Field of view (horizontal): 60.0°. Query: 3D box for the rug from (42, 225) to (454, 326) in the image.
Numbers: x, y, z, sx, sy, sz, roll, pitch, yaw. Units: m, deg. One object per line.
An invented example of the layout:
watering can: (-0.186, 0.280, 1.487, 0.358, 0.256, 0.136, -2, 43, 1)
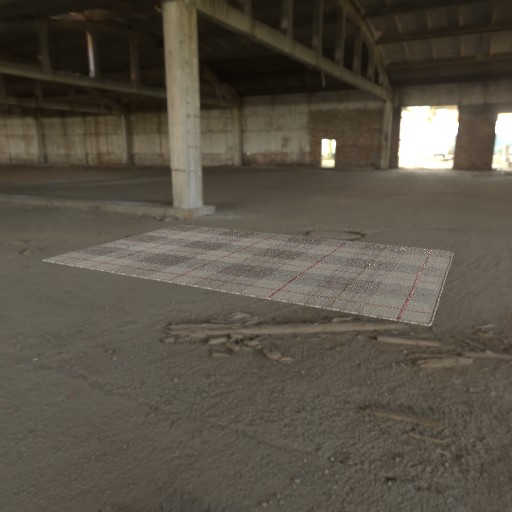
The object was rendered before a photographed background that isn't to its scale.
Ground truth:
rug: (0.000, 0.000, 3.104, 2.464, 0.010, 1.549, 7, 16, 26)
